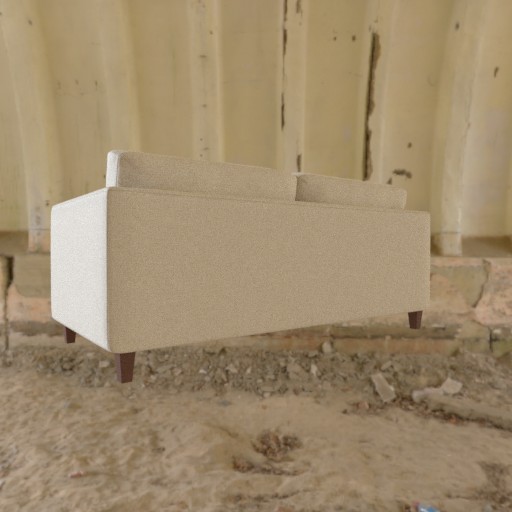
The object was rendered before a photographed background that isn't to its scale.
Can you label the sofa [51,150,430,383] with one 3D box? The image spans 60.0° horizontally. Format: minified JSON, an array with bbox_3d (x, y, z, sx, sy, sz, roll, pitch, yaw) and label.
[{"bbox_3d":[0.000,0.000,2.496,1.981,0.889,0.965,-1,1,-36],"label":"sofa"}]
